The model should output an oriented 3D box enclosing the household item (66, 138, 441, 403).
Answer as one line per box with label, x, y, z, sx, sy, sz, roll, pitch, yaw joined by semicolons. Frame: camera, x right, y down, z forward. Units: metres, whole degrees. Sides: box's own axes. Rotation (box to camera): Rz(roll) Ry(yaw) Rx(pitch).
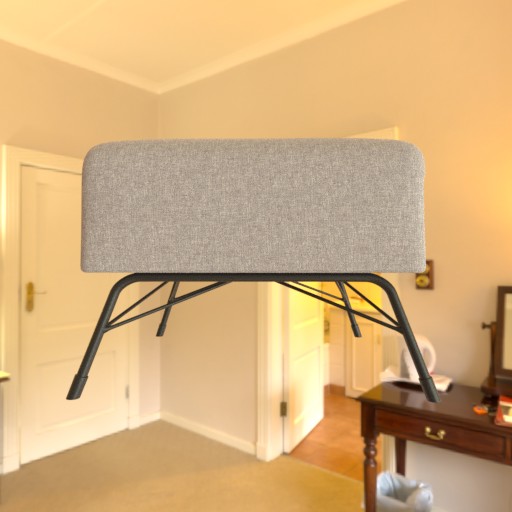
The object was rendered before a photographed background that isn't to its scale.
household item;0.000;0.000;0.885;0.530;0.410;0.530;0;0;1
